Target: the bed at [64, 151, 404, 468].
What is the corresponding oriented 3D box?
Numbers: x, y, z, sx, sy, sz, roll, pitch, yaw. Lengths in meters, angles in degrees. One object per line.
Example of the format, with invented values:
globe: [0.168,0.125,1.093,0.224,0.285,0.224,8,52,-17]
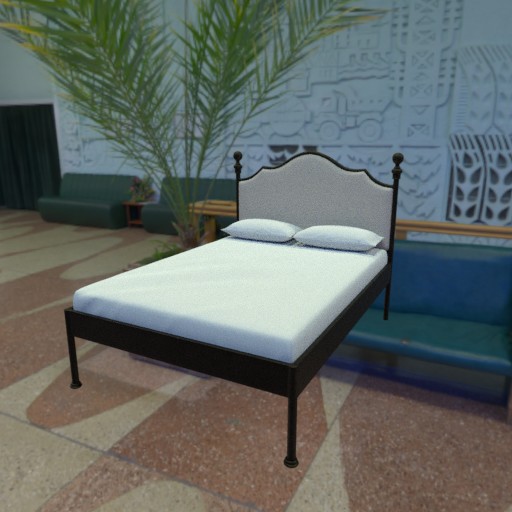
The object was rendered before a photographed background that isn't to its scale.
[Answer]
bed: [0.000,0.000,3.315,1.642,1.499,2.224,8,16,27]
